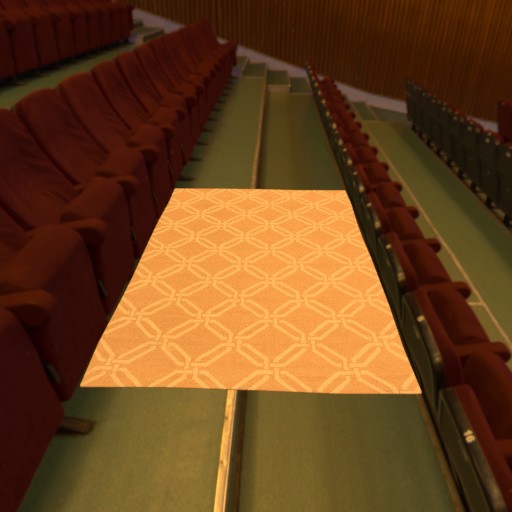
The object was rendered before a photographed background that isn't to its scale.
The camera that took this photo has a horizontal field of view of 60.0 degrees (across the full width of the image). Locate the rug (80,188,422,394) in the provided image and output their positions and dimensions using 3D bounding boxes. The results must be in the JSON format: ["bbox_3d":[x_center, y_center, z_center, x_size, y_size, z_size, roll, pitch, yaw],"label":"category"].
[{"bbox_3d":[0.000,0.000,2.209,1.146,0.010,1.745,1,31,1],"label":"rug"}]
